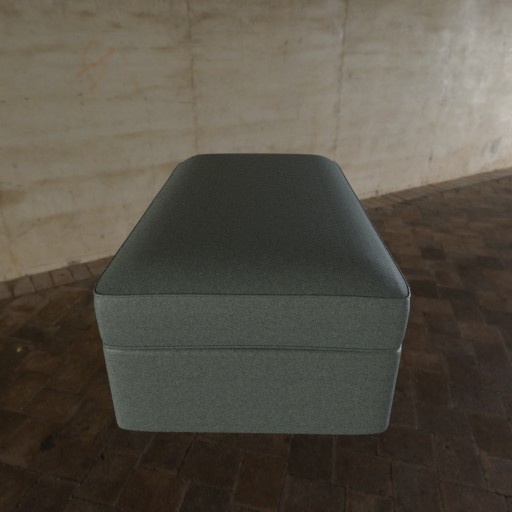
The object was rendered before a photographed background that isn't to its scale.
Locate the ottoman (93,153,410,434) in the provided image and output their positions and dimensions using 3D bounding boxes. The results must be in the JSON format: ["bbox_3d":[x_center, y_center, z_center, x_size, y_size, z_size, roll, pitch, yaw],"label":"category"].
[{"bbox_3d":[0.000,0.000,1.512,0.681,0.494,1.173,0,26,1],"label":"ottoman"}]
